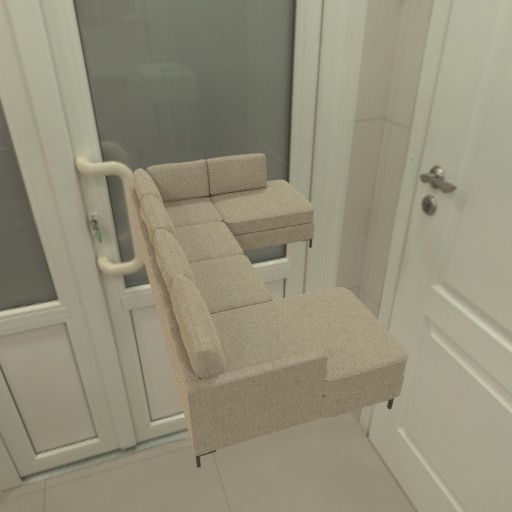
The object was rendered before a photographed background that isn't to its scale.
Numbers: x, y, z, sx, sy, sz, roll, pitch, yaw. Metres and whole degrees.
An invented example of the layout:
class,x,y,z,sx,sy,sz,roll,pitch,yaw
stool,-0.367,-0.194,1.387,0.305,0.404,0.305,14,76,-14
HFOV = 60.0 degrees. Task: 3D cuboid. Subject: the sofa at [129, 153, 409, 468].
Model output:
class,x,y,z,sx,sy,sz,roll,pitch,yaw
sofa,0.000,0.000,4.319,2.021,0.996,3.423,-10,33,-17
